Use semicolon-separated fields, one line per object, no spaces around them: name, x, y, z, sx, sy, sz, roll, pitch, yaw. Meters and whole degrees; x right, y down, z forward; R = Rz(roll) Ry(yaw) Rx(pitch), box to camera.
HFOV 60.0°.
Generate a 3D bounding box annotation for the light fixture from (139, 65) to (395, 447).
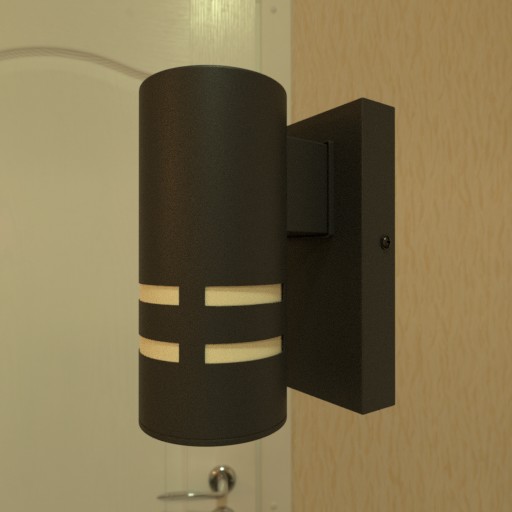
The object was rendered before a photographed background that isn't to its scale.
light fixture;0.000;0.000;0.262;0.138;0.179;0.098;0;0;-35
